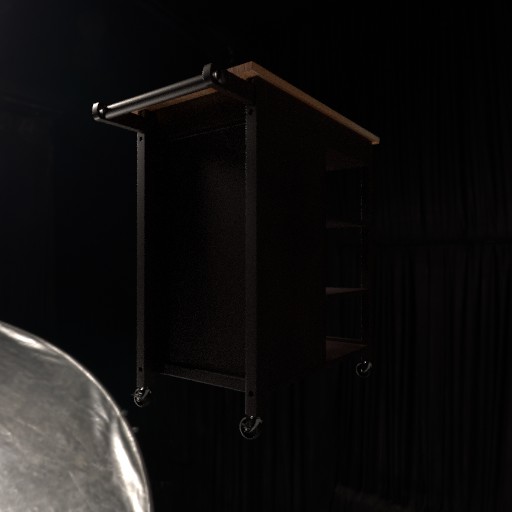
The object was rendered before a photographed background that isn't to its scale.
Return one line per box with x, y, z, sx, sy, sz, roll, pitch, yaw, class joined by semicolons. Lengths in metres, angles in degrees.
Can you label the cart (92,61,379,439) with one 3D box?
0.000;0.000;1.407;0.472;0.878;0.914;0;-1;36;cart
